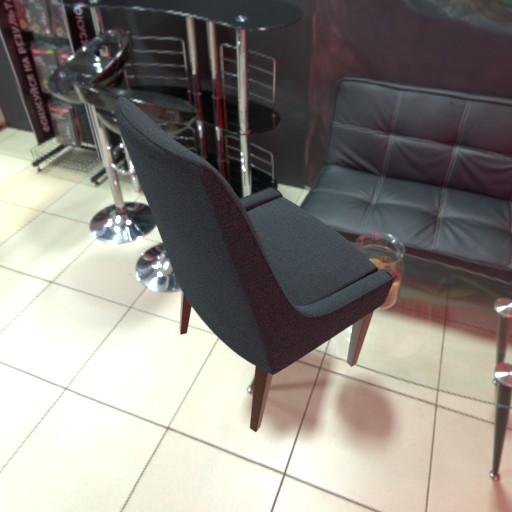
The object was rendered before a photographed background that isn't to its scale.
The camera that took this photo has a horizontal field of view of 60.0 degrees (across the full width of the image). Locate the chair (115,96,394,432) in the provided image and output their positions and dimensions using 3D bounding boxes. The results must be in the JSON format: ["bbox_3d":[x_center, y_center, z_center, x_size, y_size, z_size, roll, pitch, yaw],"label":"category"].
[{"bbox_3d":[0.000,0.000,1.179,0.544,0.861,0.529,-26,48,-26],"label":"chair"}]
